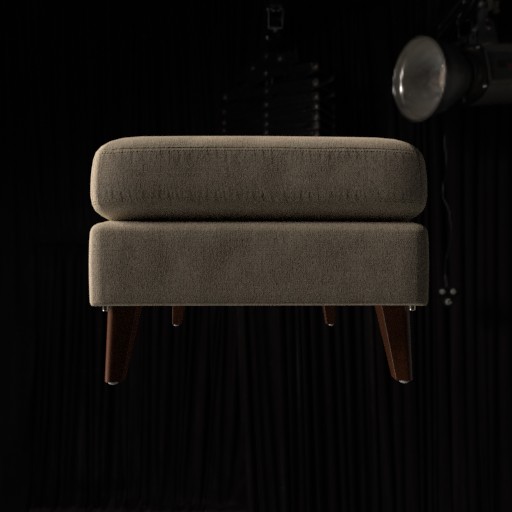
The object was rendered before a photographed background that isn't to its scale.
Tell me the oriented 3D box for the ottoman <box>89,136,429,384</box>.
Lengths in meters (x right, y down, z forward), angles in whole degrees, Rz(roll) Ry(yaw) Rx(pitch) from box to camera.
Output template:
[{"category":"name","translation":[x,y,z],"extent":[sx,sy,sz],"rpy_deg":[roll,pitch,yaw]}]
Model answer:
[{"category":"ottoman","translation":[0.000,0.000,1.182],"extent":[0.610,0.478,0.823],"rpy_deg":[0,-1,-1]}]
